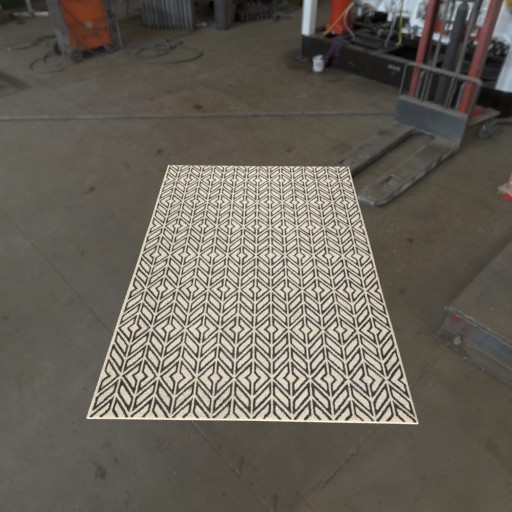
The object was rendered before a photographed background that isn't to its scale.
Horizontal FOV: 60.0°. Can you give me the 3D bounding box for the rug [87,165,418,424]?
[{"bbox_3d":[0.000,0.000,2.311,1.220,0.007,1.828,1,42,1],"label":"rug"}]
